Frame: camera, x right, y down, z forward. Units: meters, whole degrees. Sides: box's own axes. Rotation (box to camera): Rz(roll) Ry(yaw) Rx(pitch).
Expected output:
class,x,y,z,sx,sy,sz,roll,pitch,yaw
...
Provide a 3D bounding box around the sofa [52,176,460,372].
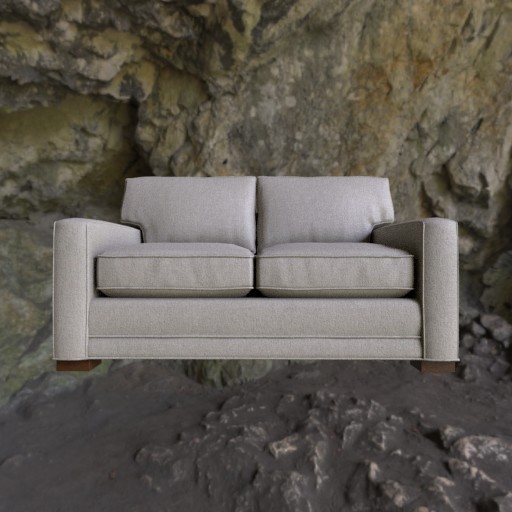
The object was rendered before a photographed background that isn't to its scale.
class,x,y,z,sx,sy,sz,roll,pitch,yaw
sofa,0.000,0.000,2.061,1.484,0.853,0.940,0,0,1
